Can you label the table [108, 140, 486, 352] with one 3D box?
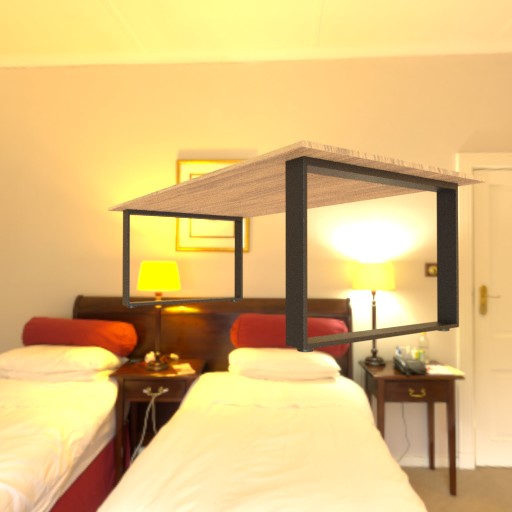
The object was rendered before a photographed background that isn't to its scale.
[{"bbox_3d":[0.000,0.000,1.625,0.693,0.445,1.331,1,-1,-35],"label":"table"}]
